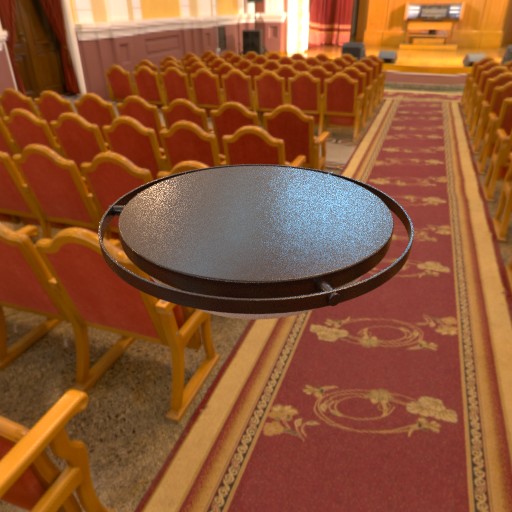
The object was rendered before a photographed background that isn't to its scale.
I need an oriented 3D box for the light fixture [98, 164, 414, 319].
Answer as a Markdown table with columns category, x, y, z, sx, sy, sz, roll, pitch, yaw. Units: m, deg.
| category | x | y | z | sx | sy | sz | roll | pitch | yaw |
| --- | --- | --- | --- | --- | --- | --- | --- | --- | --- |
| light fixture | 0.000 | 0.000 | 0.560 | 0.361 | 0.130 | 0.361 | 0 | 30 | 0 |
